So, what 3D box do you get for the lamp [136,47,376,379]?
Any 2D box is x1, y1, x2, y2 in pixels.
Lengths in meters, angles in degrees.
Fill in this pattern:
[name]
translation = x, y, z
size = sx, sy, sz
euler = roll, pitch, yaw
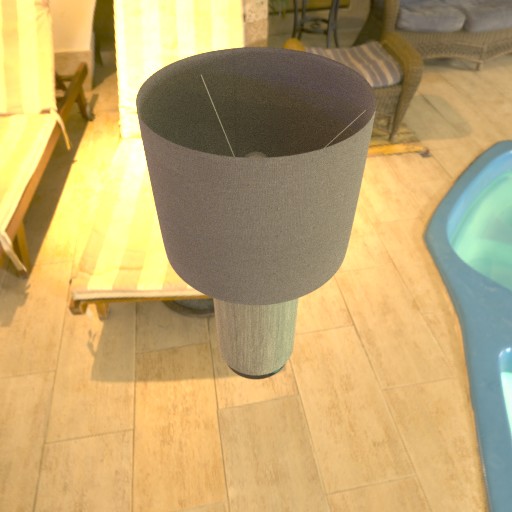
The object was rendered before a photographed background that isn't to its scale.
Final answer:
[lamp]
translation = 0.000, 0.000, 0.580
size = 0.228, 0.444, 0.228
euler = -3, 45, -3
